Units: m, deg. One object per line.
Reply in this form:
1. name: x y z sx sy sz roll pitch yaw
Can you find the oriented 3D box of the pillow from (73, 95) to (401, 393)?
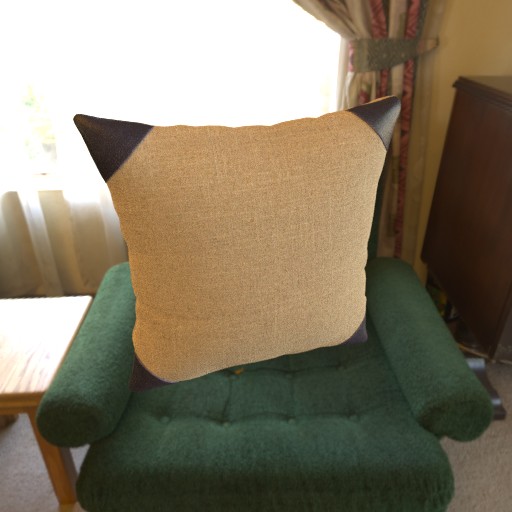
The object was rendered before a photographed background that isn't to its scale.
1. pillow: 0.000 0.000 0.670 0.440 0.441 0.147 -9 31 -16
